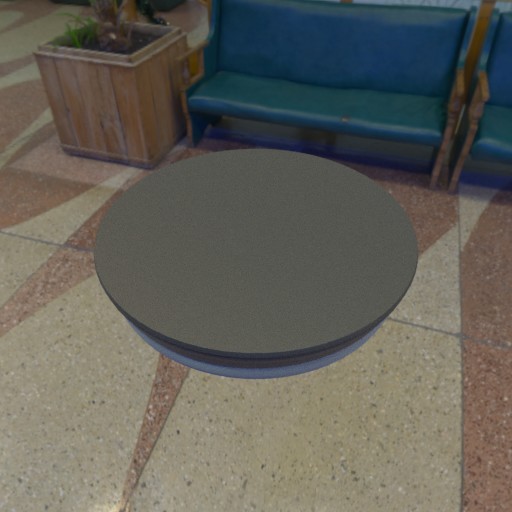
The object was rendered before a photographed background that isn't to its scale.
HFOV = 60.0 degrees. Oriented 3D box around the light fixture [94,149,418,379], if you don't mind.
[{"bbox_3d":[0.000,0.000,0.552,0.368,0.100,0.368,0,42,0],"label":"light fixture"}]
